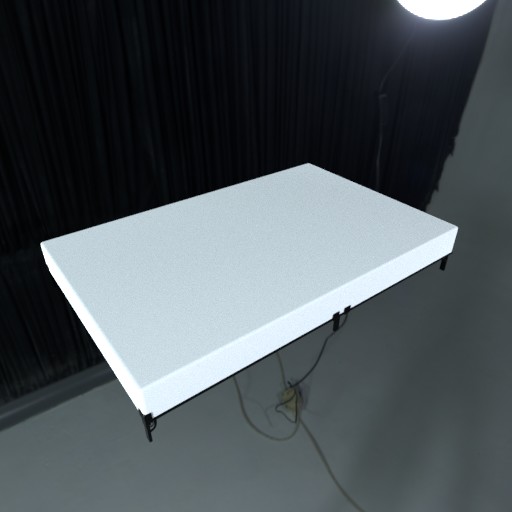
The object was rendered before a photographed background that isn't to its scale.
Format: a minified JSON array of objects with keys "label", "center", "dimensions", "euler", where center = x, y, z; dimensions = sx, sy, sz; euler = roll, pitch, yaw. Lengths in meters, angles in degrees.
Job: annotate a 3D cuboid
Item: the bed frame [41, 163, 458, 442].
[{"label":"bed frame","center":[0.000,0.000,3.848],"dimensions":[2.987,0.440,1.930],"euler":[-22,39,-30]}]
